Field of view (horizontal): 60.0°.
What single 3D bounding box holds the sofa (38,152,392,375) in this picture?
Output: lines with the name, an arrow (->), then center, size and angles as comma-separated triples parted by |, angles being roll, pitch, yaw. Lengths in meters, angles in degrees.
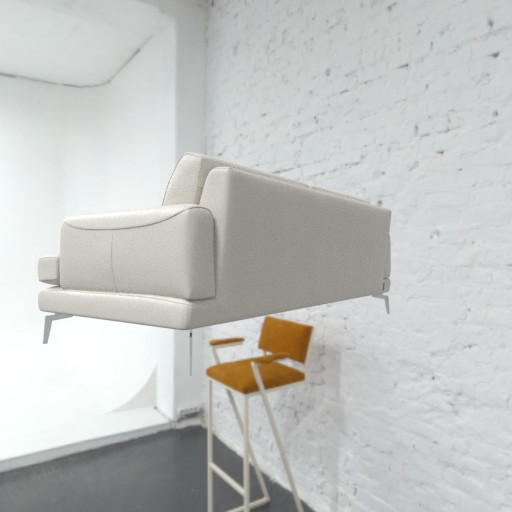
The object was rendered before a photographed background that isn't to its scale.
sofa -> 0.000, 0.000, 2.419 | 0.974, 0.765, 1.940 | 0, 0, 36
